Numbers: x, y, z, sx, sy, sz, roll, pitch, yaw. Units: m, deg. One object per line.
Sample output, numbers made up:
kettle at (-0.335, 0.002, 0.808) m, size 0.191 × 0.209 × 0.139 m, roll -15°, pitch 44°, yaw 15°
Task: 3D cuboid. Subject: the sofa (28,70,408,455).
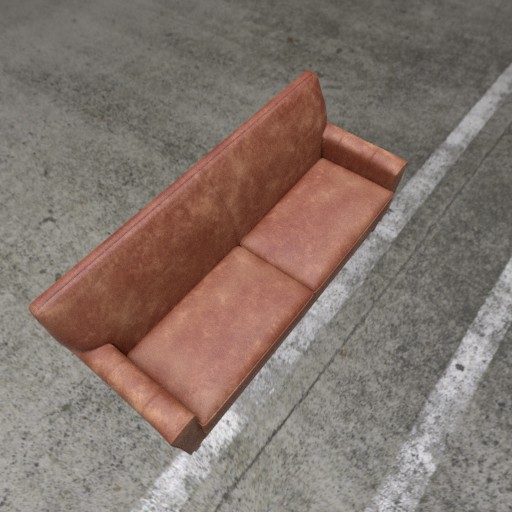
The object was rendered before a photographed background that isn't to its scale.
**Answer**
sofa at (0.000, 0.000, 2.507) m, size 0.805 × 0.947 × 2.053 m, roll 34°, pitch 64°, yaw 19°
